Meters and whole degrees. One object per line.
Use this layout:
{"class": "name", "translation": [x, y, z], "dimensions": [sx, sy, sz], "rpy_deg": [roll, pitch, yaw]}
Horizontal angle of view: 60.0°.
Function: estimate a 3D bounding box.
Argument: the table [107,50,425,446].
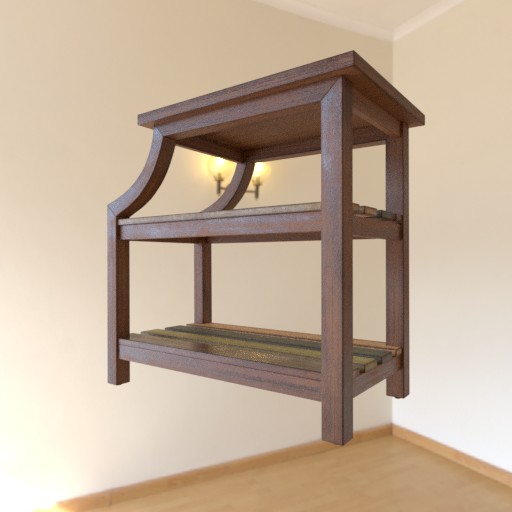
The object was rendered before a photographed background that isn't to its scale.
{"class": "table", "translation": [0.000, 0.000, 0.954], "dimensions": [0.609, 0.584, 0.356], "rpy_deg": [0, -1, 36]}
